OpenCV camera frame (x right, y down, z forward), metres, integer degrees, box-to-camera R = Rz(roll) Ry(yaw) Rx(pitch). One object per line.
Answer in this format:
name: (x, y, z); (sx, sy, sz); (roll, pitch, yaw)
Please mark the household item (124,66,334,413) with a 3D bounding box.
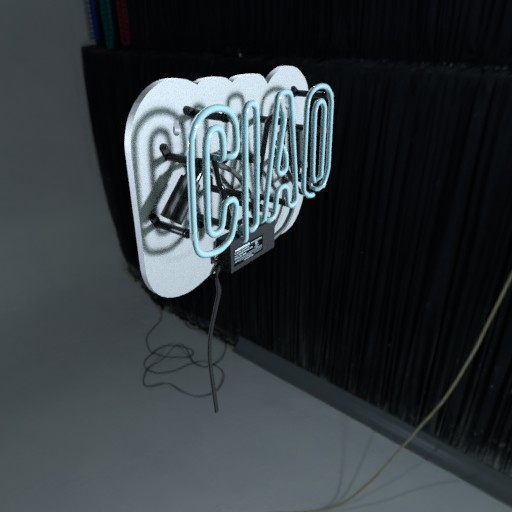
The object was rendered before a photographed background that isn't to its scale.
household item: (0.000, 0.000, 0.383); (0.042, 0.294, 0.211); (18, 32, 32)
